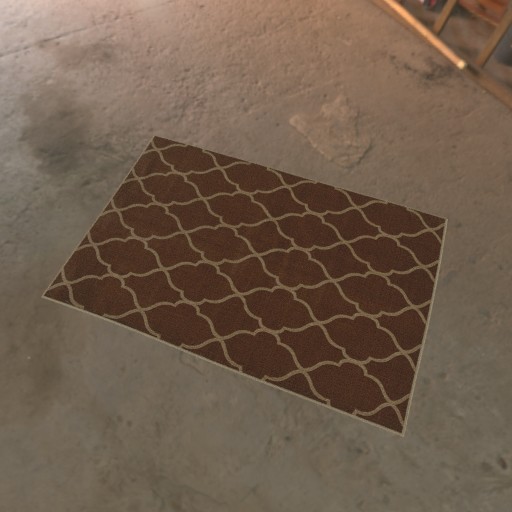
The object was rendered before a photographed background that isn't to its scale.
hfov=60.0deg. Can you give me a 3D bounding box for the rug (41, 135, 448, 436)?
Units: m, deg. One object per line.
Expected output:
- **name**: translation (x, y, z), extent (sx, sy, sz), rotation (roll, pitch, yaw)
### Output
- **rug**: translation (0.000, 0.000, 2.925), extent (2.294, 0.014, 1.528), rotation (18, 61, 11)
